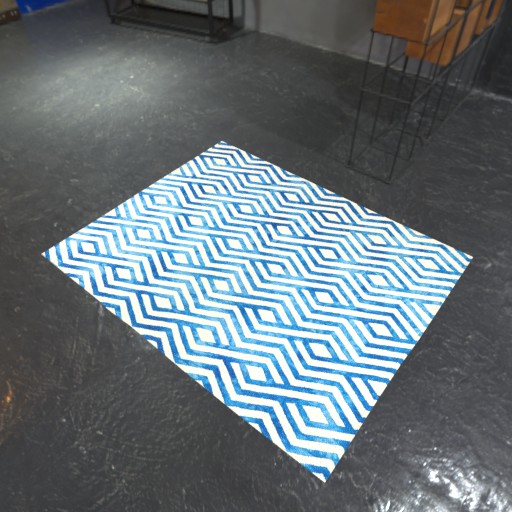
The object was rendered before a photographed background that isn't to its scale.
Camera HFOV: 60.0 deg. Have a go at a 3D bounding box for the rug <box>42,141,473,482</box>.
[{"bbox_3d":[0.000,0.000,4.015,3.059,0.008,2.453,30,53,26],"label":"rug"}]
